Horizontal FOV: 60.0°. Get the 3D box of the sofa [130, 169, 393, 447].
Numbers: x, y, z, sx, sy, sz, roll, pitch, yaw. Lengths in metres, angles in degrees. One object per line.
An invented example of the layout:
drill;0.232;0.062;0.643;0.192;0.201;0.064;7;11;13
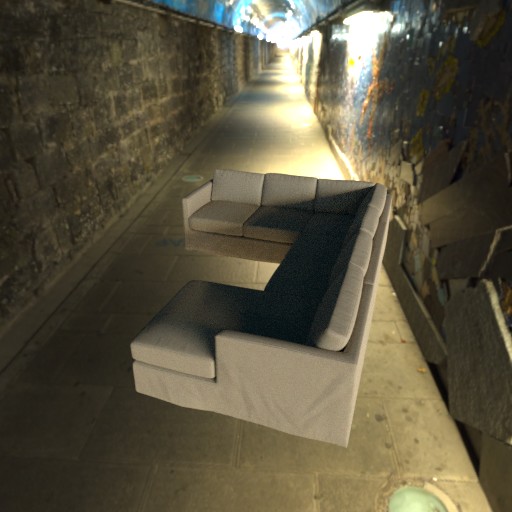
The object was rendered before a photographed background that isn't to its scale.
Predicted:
sofa;0.000;0.000;4.506;2.427;0.882;3.460;8;27;17
